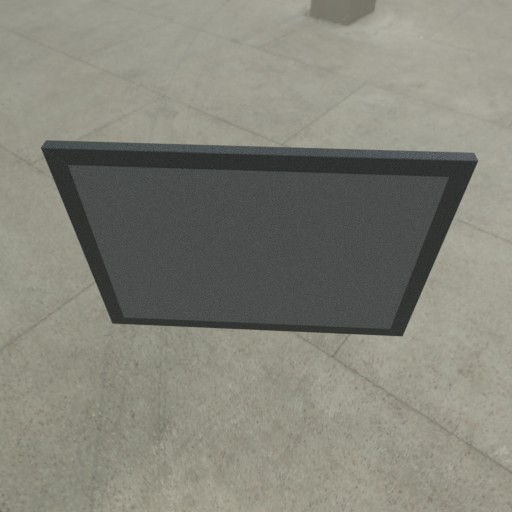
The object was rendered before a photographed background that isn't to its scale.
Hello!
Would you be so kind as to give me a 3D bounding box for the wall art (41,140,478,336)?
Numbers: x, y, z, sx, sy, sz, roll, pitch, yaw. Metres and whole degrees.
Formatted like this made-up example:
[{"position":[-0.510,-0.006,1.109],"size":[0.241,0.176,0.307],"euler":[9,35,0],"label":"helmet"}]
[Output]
[{"position":[0.000,0.000,0.553],"size":[0.432,0.306,0.016],"euler":[2,46,2],"label":"wall art"}]
